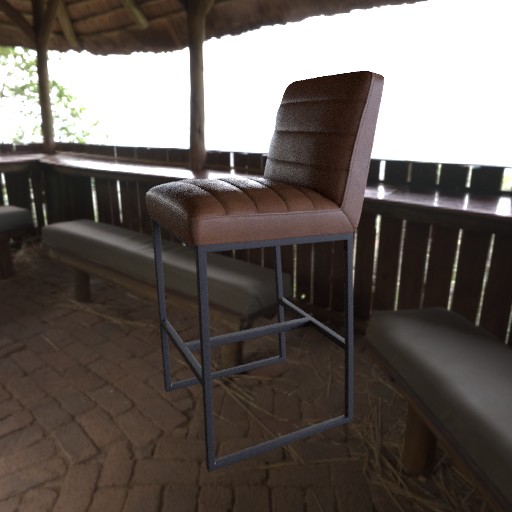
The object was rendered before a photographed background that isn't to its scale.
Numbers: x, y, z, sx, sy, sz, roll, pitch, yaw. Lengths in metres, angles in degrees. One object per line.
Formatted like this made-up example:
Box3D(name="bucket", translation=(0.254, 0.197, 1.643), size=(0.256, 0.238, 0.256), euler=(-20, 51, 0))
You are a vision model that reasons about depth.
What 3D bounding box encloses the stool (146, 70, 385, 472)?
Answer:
Box3D(name="stool", translation=(0.000, 0.000, 1.347), size=(0.556, 1.040, 0.458), euler=(-8, 18, -25))
